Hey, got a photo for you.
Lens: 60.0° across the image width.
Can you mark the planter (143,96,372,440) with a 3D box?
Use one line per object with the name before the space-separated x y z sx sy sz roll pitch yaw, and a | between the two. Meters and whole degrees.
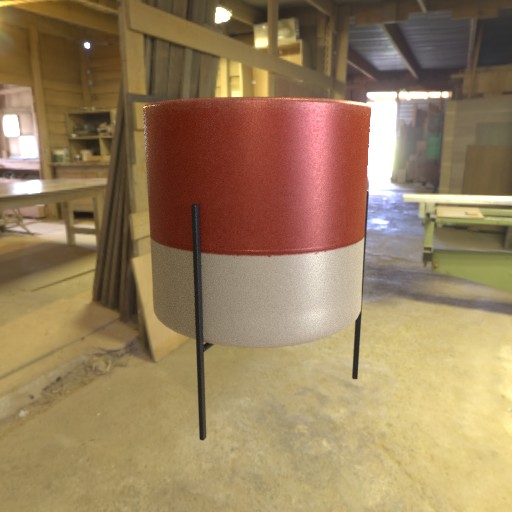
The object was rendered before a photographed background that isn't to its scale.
planter | 0.000 0.000 0.732 0.345 0.465 0.354 7 16 25
